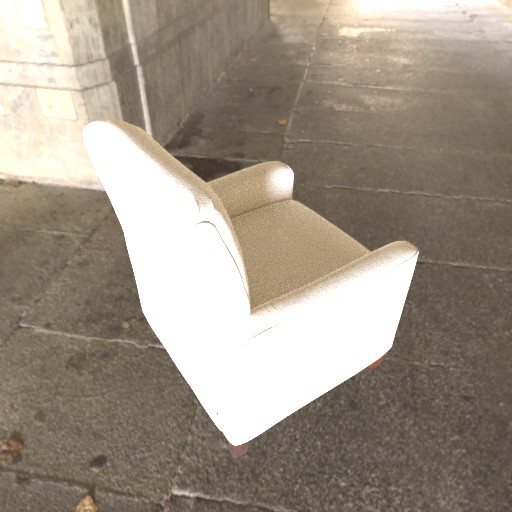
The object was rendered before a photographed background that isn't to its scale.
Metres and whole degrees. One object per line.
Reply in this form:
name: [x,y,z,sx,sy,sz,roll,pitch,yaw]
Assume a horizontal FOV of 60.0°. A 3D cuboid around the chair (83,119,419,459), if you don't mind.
chair: [0.000,0.000,1.620,0.858,1.028,0.841,-23,44,-26]
